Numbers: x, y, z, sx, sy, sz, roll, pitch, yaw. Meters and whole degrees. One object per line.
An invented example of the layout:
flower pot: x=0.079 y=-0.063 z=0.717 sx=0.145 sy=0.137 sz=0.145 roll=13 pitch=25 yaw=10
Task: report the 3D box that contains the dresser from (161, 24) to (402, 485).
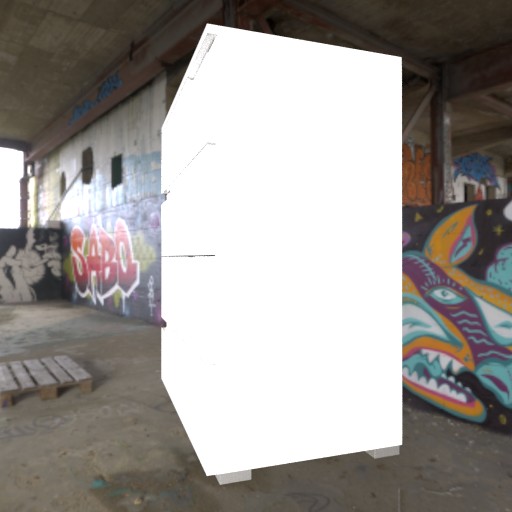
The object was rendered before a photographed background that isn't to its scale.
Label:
dresser: x=0.000 y=0.000 z=1.136 sx=0.400 sy=0.800 sz=0.650 roll=0 pitch=0 yaw=-19
